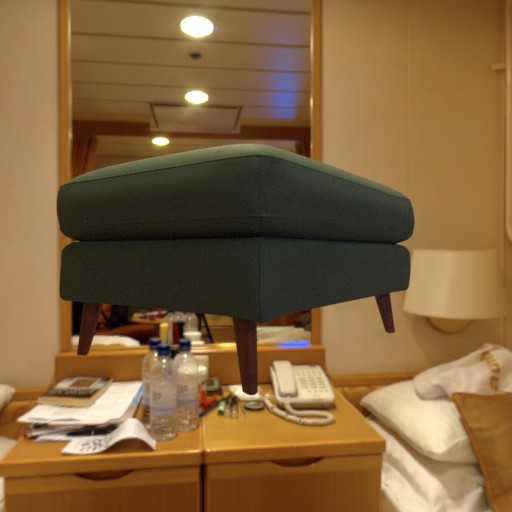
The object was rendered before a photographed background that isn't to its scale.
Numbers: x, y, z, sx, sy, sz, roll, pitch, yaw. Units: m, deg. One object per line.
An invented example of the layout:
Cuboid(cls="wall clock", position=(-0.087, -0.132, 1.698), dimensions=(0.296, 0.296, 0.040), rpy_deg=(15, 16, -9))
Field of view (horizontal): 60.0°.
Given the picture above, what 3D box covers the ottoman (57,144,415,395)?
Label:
Cuboid(cls="ottoman", position=(0.000, 0.000, 1.158), dimensions=(0.608, 0.449, 0.811), rpy_deg=(0, 1, 36))
